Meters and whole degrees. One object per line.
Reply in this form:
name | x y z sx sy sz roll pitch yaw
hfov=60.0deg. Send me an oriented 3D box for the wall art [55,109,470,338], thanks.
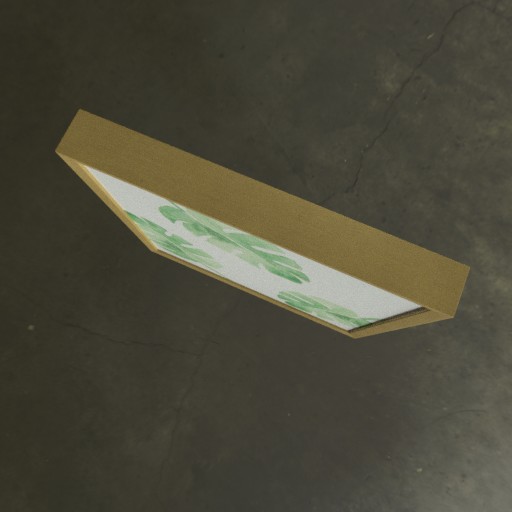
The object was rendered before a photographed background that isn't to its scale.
wall art | 0.000 0.000 0.462 0.305 0.305 0.038 23 78 5
